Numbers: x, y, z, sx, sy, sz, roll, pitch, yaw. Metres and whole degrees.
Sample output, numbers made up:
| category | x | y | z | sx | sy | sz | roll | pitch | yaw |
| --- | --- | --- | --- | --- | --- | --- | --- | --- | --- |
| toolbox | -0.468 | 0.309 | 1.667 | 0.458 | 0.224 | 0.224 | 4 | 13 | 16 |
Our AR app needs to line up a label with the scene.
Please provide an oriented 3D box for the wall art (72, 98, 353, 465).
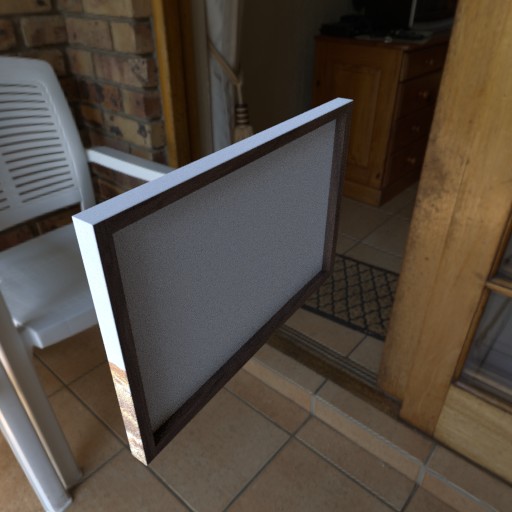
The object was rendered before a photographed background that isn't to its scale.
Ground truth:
| category | x | y | z | sx | sy | sz | roll | pitch | yaw |
| --- | --- | --- | --- | --- | --- | --- | --- | --- | --- |
| wall art | 0.000 | 0.000 | 1.145 | 0.050 | 0.610 | 0.914 | 21 | 38 | 29 |
